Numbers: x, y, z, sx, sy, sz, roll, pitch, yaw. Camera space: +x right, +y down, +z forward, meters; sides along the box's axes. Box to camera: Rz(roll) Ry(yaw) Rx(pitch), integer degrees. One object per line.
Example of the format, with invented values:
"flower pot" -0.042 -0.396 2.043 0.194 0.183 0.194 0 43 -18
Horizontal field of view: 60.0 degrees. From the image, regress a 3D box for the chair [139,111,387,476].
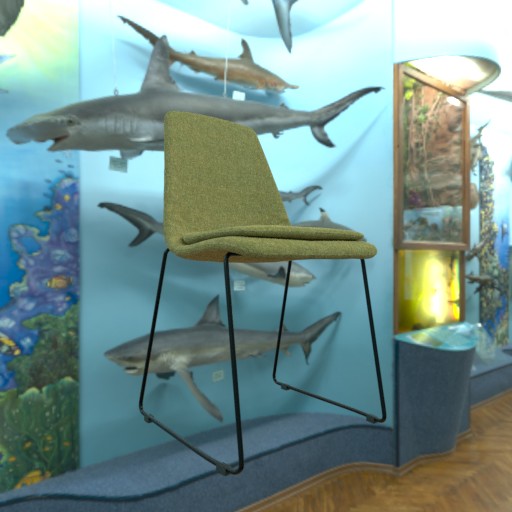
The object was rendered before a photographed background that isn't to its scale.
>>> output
"chair" 0.000 0.000 1.160 0.479 0.849 0.496 0 0 -37
